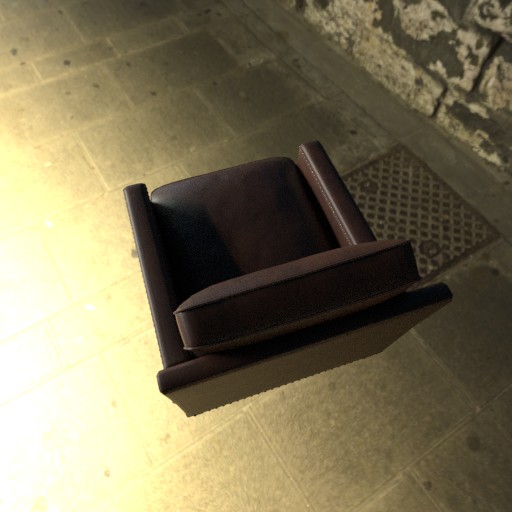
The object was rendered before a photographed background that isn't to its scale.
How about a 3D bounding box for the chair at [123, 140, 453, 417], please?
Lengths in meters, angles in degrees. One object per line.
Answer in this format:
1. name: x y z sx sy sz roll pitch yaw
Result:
1. chair: 0.000 0.000 1.711 0.853 0.929 1.014 -16 60 -10
